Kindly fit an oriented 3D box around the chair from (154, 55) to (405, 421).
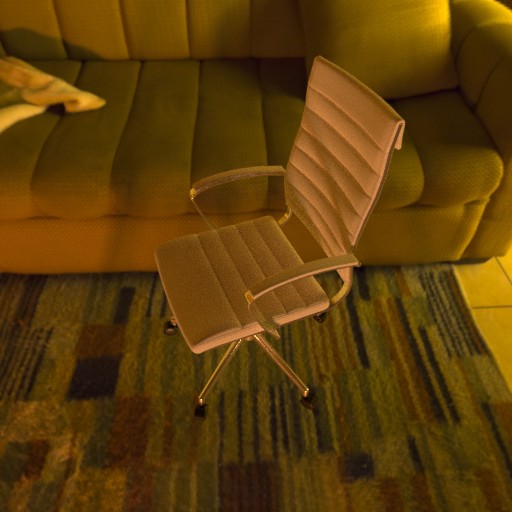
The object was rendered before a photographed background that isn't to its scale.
[{"bbox_3d":[0.000,0.000,1.583,0.739,1.149,0.766,-17,49,-16],"label":"chair"}]
